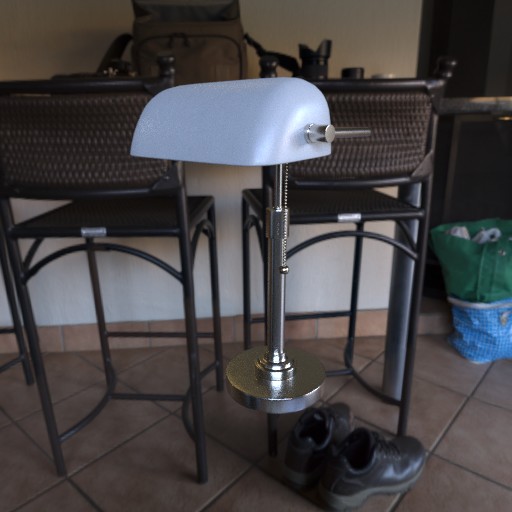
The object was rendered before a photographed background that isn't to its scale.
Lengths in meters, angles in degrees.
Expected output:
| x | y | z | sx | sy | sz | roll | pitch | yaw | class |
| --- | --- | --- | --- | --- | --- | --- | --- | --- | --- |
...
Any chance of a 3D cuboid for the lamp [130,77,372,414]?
| x | y | z | sx | sy | sz | roll | pitch | yaw | class |
| --- | --- | --- | --- | --- | --- | --- | --- | --- | --- |
| 0.000 | 0.000 | 0.556 | 0.269 | 0.404 | 0.227 | 15 | 22 | 40 | lamp |
